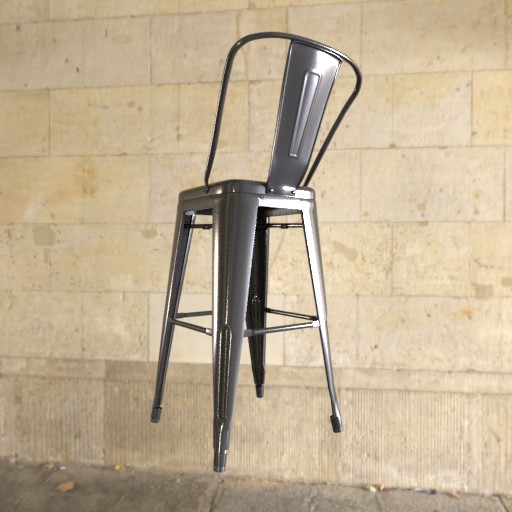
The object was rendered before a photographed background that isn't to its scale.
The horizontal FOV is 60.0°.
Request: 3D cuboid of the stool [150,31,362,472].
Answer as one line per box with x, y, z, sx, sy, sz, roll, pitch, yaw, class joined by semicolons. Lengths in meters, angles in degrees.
0.000;0.000;1.268;0.432;1.022;0.528;0;1;-36;stool
